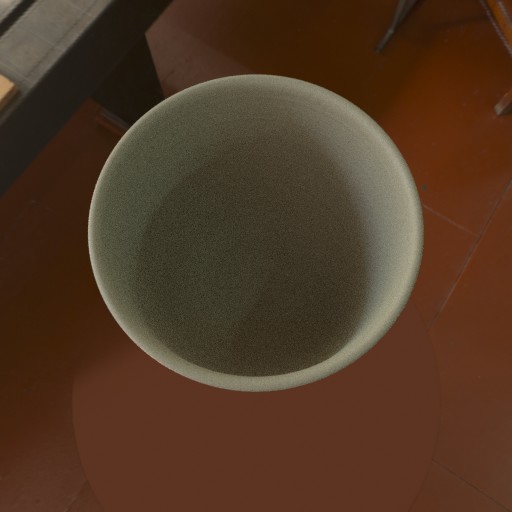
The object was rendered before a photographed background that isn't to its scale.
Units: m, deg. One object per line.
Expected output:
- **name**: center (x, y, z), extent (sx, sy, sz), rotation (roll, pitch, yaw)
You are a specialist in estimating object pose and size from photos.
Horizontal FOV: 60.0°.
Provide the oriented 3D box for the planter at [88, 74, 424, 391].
- **planter**: center (0.000, 0.000, 0.215), extent (0.124, 0.109, 0.124), rotation (0, 74, 0)
